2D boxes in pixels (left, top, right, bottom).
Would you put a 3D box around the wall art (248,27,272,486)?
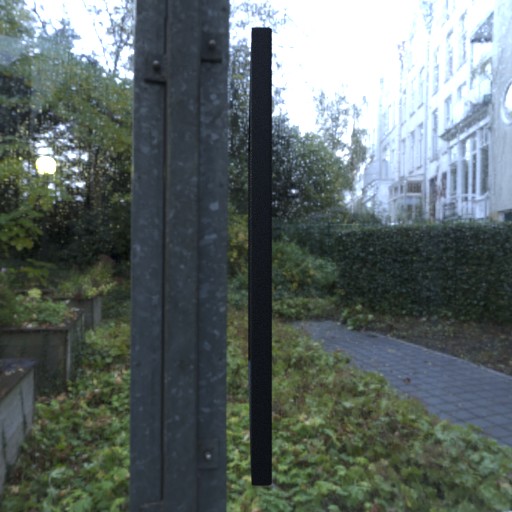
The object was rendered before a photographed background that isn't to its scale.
[{"bbox_3d":[0.000,0.000,0.665,0.022,0.453,0.456,0,0,-1],"label":"wall art"}]
